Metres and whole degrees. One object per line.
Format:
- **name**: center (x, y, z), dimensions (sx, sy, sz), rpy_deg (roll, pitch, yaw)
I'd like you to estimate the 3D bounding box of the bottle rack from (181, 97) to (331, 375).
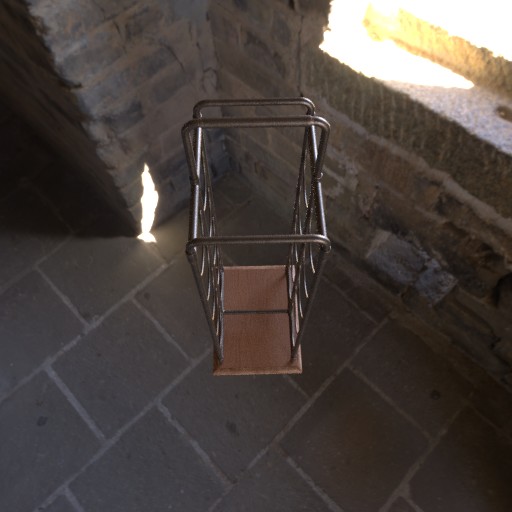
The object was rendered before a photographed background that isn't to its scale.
- **bottle rack**: center (0.000, 0.000, 0.804), dimensions (0.208, 0.680, 0.276), rpy_deg (-1, 63, -1)
